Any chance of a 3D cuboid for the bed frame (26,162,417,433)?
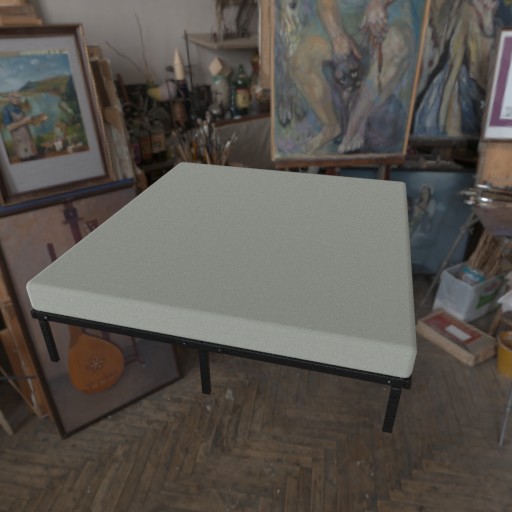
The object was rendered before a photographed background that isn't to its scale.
[{"bbox_3d":[0.000,0.000,3.914,2.526,0.680,2.635,8,31,13],"label":"bed frame"}]
